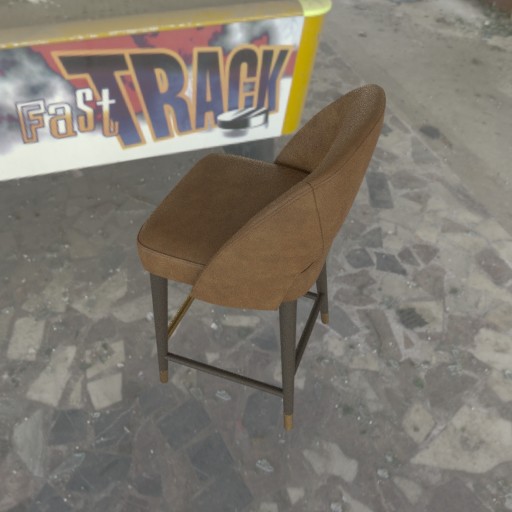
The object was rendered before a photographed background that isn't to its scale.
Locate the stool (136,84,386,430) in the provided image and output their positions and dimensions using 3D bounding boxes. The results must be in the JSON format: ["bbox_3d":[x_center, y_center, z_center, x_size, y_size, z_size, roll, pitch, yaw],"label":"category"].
[{"bbox_3d":[0.000,0.000,1.212,0.509,0.940,0.494,16,47,15],"label":"stool"}]
